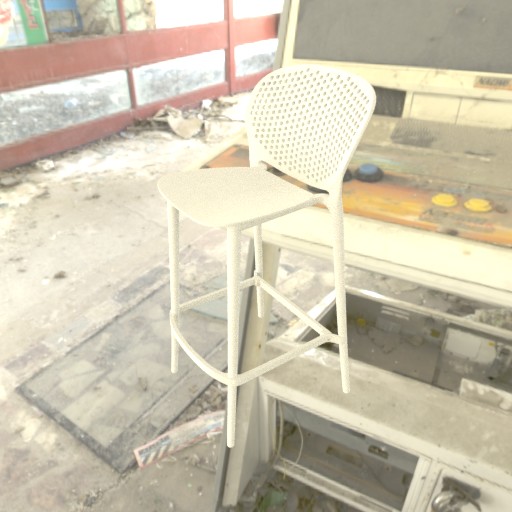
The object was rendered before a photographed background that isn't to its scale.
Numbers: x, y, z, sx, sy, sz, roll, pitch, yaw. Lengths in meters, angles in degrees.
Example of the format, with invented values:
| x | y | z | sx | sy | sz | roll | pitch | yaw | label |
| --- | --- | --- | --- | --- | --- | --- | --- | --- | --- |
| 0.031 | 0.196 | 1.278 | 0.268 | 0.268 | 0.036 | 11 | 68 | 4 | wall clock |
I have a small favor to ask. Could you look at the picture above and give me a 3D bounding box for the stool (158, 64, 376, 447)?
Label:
| x | y | z | sx | sy | sz | roll | pitch | yaw | label |
| --- | --- | --- | --- | --- | --- | --- | --- | --- | --- |
| 0.000 | 0.000 | 1.380 | 0.535 | 1.045 | 0.536 | -21 | 38 | -30 | stool |
